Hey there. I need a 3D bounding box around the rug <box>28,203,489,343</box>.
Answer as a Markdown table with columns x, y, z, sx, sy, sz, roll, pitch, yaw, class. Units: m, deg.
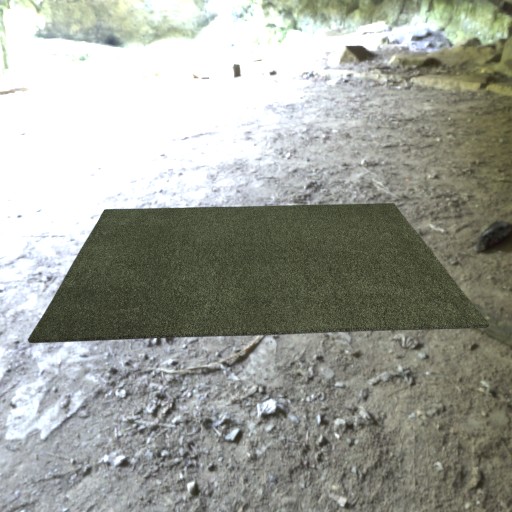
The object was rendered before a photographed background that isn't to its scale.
| x | y | z | sx | sy | sz | roll | pitch | yaw | class |
| --- | --- | --- | --- | --- | --- | --- | --- | --- | --- |
| 0.000 | 0.000 | 3.358 | 2.699 | 0.026 | 1.802 | -1 | 30 | -3 | rug |
